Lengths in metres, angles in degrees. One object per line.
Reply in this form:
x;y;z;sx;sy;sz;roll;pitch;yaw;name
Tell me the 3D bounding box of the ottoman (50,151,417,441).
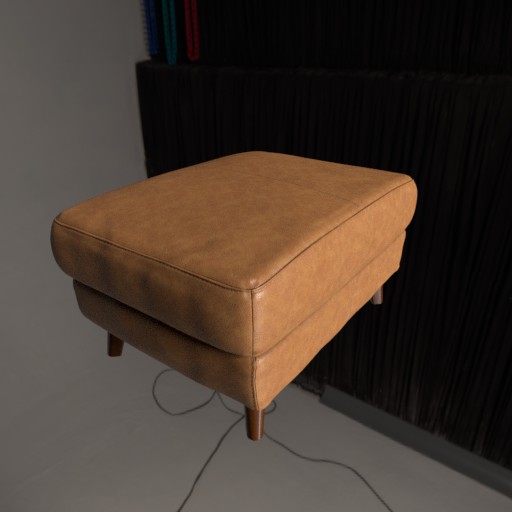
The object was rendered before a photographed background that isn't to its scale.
0.000;0.000;1.240;0.630;0.461;0.869;17;31;32;ottoman
